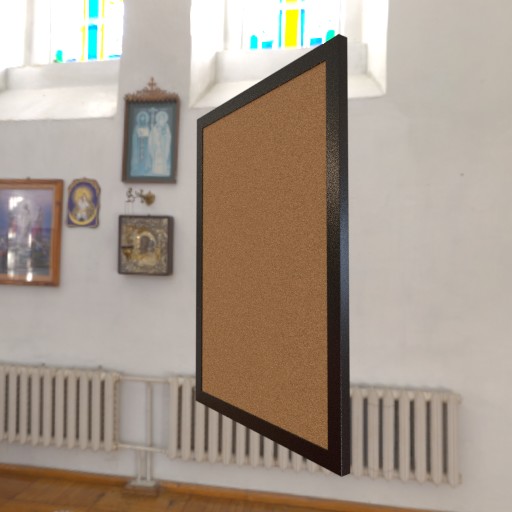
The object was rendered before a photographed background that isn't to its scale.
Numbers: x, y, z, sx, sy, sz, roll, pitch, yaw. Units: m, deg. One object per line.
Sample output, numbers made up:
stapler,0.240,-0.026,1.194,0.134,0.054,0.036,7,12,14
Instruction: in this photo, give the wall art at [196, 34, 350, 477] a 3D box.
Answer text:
wall art,0.000,0.000,0.559,0.013,0.432,0.304,1,-2,-35
